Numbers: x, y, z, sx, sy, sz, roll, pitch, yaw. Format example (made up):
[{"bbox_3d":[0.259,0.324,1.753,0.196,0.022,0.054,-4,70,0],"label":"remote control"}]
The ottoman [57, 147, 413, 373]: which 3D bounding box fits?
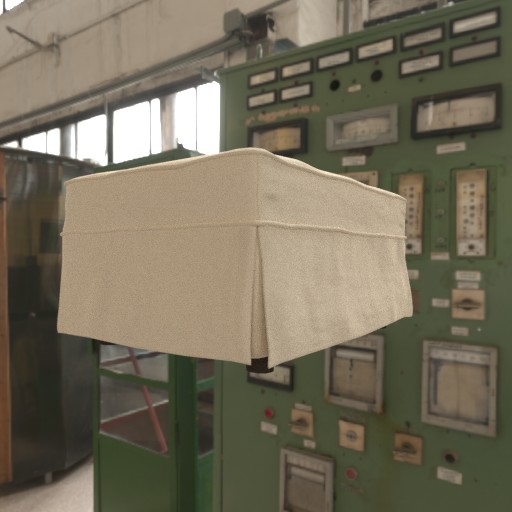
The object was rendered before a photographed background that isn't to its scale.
[{"bbox_3d":[0.000,0.000,1.350,0.703,0.479,0.944,0,0,35],"label":"ottoman"}]
